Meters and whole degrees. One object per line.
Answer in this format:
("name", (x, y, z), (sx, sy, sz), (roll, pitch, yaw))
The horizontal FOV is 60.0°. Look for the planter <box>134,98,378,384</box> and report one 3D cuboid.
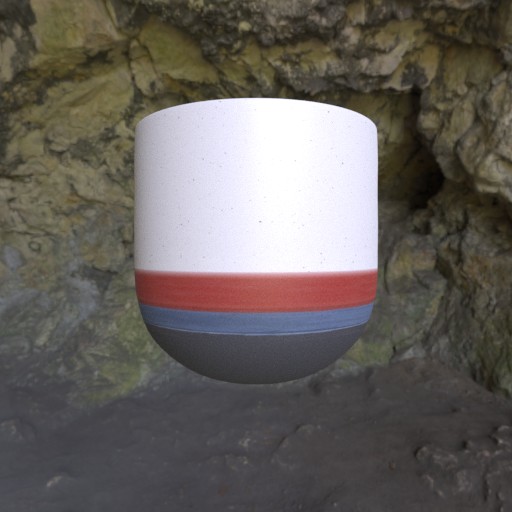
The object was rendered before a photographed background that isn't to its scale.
("planter", (0.000, 0.000, 0.506), (0.268, 0.270, 0.268), (0, 1, 0))
